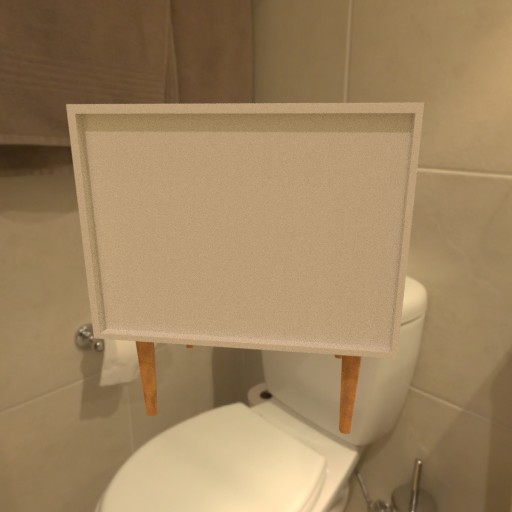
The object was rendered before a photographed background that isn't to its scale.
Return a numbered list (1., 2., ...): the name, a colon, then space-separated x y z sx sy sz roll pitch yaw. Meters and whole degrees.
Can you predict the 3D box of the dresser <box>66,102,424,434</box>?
1. dresser: 0.000 0.000 0.893 0.503 0.568 0.414 2 17 7
